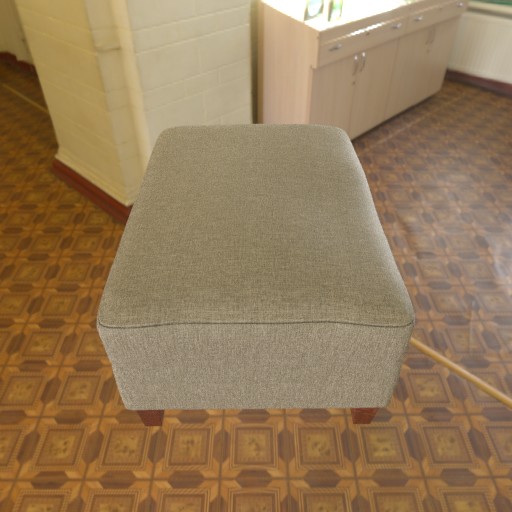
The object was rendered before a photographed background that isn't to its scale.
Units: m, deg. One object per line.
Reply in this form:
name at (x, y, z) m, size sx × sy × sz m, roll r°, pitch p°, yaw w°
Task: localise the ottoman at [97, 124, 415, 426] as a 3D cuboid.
ottoman at (0.000, 0.000, 1.264) m, size 0.639 × 0.494 × 0.873 m, roll 0°, pitch 40°, yaw 0°
